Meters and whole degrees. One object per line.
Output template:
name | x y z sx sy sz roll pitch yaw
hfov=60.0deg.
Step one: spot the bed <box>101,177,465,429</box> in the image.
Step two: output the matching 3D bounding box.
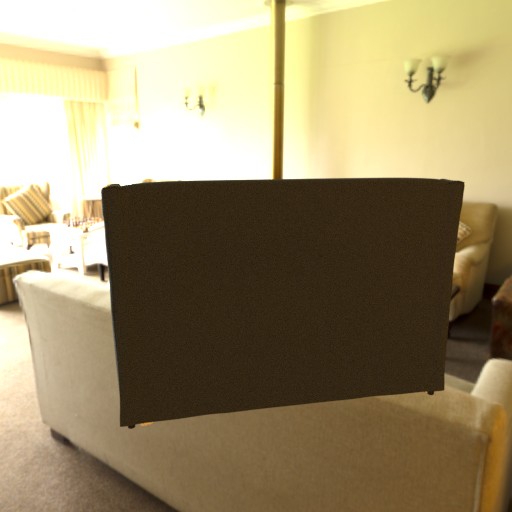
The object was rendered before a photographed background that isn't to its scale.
bed | 0.000 0.000 3.460 1.925 1.332 2.276 -3 14 -10
